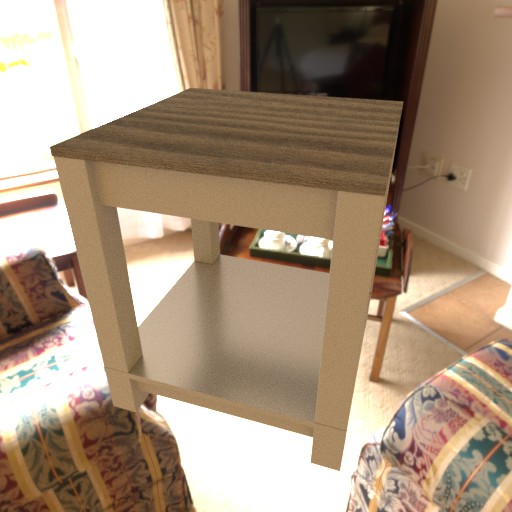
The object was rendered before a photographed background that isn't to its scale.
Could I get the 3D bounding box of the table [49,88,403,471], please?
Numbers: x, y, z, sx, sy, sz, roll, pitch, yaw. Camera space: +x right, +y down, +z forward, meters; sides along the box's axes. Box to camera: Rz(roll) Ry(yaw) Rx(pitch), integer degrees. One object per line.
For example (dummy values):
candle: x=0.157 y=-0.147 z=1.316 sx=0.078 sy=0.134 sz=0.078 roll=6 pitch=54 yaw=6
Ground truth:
table: x=0.000 y=0.000 z=0.973 sx=0.506 sy=0.587 sz=0.504 roll=10 pitch=32 yaw=15
